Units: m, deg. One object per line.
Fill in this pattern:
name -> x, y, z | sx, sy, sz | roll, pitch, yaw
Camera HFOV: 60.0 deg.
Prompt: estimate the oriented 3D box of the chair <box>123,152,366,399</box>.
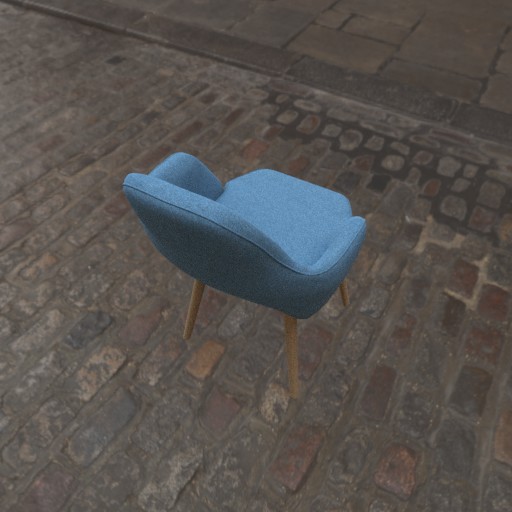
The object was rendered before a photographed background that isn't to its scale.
chair -> 0.000, 0.000, 1.315 | 0.589, 0.920, 0.666 | 24, 52, 20
